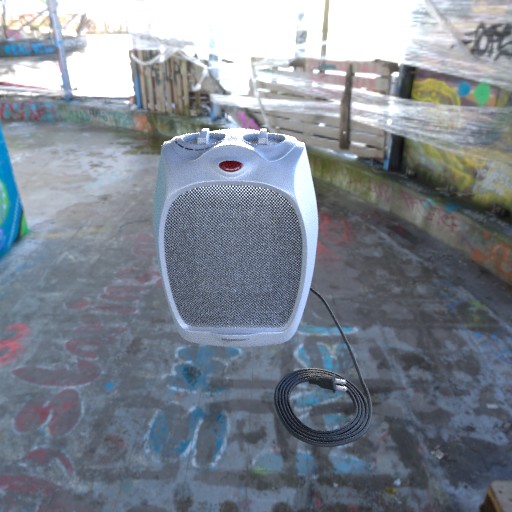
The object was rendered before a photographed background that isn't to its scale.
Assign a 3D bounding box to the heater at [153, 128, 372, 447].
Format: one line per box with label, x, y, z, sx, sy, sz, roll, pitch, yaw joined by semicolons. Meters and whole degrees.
heater;0.000;0.000;0.475;0.239;0.240;0.291;1;29;1
